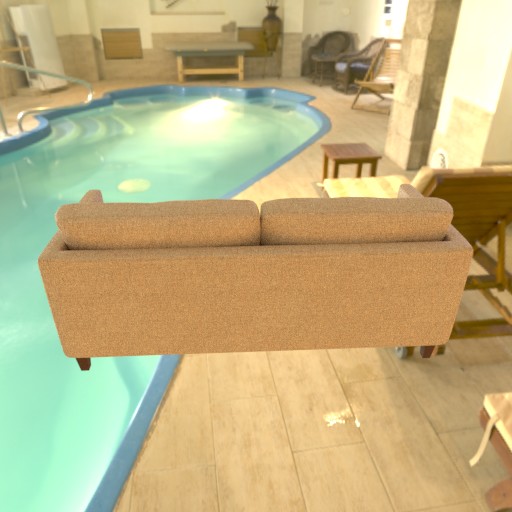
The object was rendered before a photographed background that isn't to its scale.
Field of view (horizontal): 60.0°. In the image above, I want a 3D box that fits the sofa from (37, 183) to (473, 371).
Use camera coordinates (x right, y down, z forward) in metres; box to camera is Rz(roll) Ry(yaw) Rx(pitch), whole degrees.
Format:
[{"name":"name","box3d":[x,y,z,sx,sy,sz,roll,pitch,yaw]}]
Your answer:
[{"name":"sofa","box3d":[0.000,0.000,2.728,2.208,0.965,0.951,-1,30,-3]}]
